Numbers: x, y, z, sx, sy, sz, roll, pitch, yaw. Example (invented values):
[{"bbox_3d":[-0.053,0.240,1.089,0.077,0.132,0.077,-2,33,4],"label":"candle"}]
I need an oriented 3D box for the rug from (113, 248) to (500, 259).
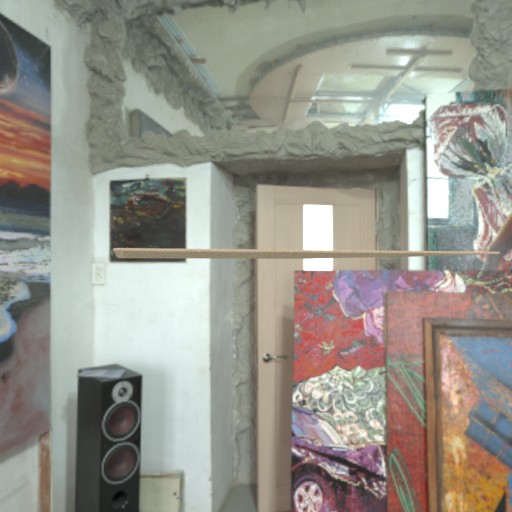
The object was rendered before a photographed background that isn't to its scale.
[{"bbox_3d":[0.000,0.000,3.797,2.288,0.018,2.895,0,-1,-17],"label":"rug"}]
